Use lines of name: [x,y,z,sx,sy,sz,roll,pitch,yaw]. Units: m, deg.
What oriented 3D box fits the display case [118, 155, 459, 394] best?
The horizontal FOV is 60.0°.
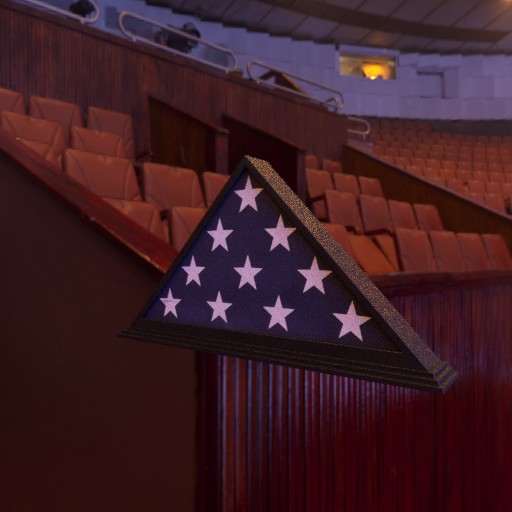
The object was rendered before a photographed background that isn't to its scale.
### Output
display case: [0.000,0.000,0.774,0.640,0.340,0.095,0,1,35]
